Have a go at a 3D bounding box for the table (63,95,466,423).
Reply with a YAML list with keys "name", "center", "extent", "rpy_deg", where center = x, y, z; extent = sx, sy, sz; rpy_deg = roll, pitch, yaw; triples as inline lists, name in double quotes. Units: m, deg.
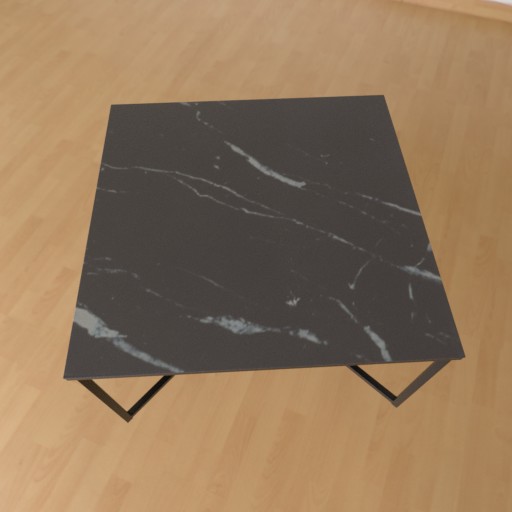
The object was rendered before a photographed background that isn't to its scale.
- name: "table"
  center: [0.000, 0.000, 1.279]
  extent: [0.800, 0.450, 0.800]
  rpy_deg: [-3, 58, -2]
